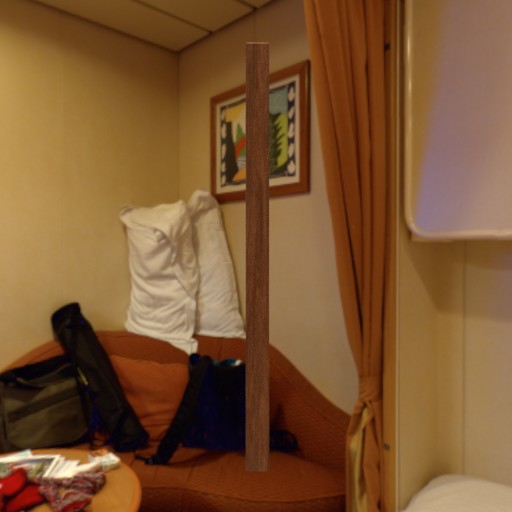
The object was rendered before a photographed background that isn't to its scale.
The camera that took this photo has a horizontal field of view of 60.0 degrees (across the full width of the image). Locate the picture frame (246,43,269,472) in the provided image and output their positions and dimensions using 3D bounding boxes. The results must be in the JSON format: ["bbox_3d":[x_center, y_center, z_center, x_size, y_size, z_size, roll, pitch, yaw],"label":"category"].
[{"bbox_3d":[0.000,0.000,0.752,0.025,0.457,0.559,0,0,0],"label":"picture frame"}]
